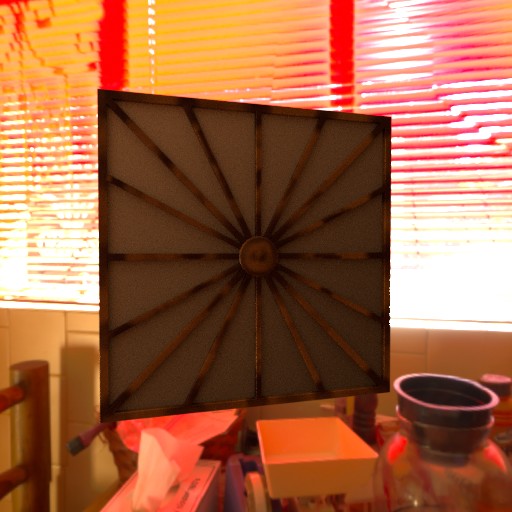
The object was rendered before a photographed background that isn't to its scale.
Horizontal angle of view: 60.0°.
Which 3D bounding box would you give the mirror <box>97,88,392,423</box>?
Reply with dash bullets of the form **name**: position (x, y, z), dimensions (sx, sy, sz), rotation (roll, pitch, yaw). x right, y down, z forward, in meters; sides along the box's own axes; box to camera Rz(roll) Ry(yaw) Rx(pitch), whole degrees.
- **mirror**: position (0.000, 0.000, 0.759), dimensions (0.509, 0.507, 0.042), rotation (0, 1, -16)
